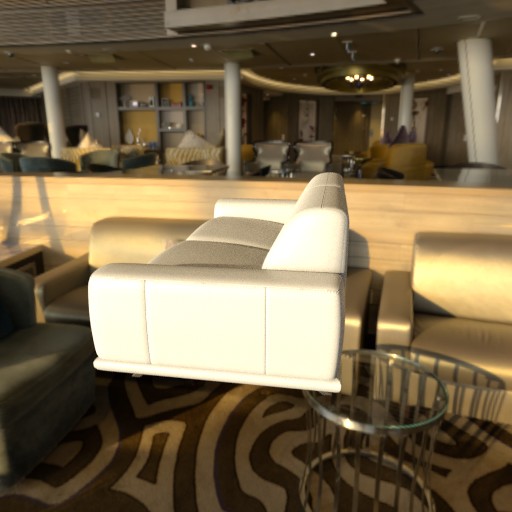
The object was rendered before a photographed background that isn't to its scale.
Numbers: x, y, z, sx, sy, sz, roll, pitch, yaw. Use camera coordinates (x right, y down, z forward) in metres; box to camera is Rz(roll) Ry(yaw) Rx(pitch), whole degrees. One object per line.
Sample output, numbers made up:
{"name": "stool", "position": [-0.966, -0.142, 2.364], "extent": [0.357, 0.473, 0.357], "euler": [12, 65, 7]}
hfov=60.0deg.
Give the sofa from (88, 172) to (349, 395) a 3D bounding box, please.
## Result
{"name": "sofa", "position": [0.000, 0.000, 2.361], "extent": [0.900, 0.772, 1.901], "euler": [3, 16, 9]}
